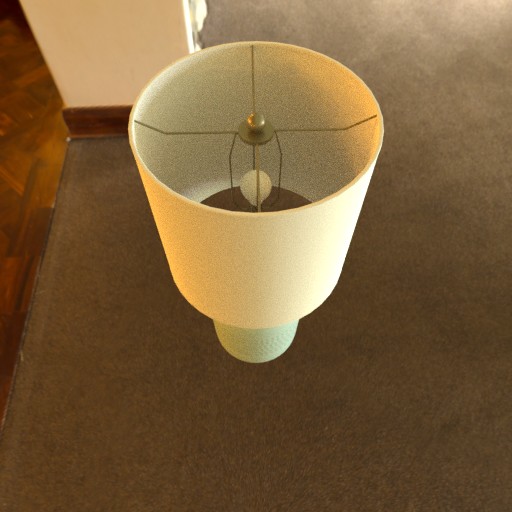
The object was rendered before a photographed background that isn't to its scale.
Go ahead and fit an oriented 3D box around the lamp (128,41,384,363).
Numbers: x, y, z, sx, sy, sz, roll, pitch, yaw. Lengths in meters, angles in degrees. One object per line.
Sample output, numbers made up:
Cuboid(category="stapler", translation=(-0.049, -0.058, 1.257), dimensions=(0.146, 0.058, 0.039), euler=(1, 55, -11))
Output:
Cuboid(category="lamp", translation=(0.000, 0.000, 1.100), dimensions=(0.418, 0.871, 0.418), euler=(32, 63, 19))
